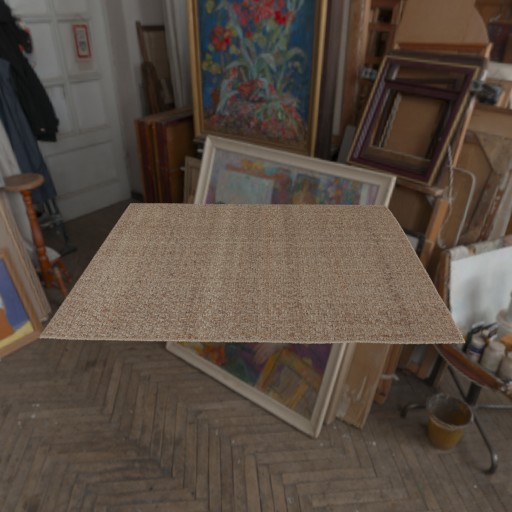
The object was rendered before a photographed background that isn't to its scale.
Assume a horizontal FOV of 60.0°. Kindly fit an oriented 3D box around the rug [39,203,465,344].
[{"bbox_3d":[0.000,0.000,4.170,3.048,0.013,2.439,1,30,1],"label":"rug"}]
